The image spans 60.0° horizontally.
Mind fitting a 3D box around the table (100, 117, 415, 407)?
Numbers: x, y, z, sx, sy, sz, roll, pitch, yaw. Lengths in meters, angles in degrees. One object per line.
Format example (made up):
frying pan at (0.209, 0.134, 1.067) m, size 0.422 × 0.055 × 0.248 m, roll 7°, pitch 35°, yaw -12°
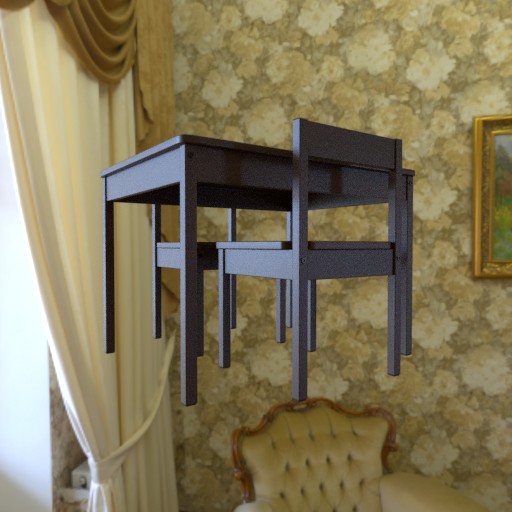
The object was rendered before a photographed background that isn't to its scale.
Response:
table at (0.000, 0.000, 1.133) m, size 0.650 × 0.503 × 0.672 m, roll -1°, pitch 2°, yaw -35°
